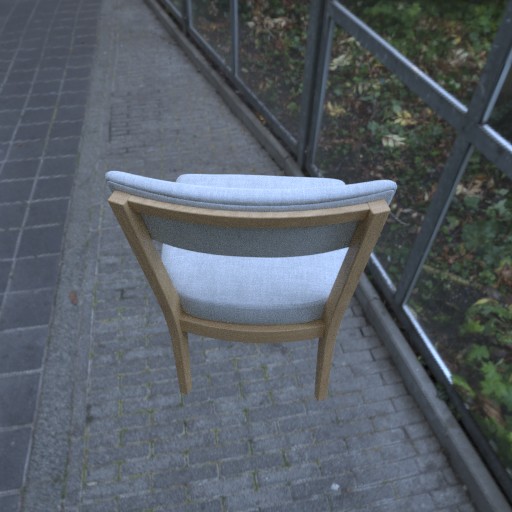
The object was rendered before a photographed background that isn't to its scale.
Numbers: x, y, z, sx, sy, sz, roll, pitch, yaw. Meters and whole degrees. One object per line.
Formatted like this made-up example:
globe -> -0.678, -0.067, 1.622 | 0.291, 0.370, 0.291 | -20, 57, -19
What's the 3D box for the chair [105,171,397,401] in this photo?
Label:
chair -> 0.000, 0.000, 1.172 | 0.508, 0.832, 0.572 | 2, 46, 2
